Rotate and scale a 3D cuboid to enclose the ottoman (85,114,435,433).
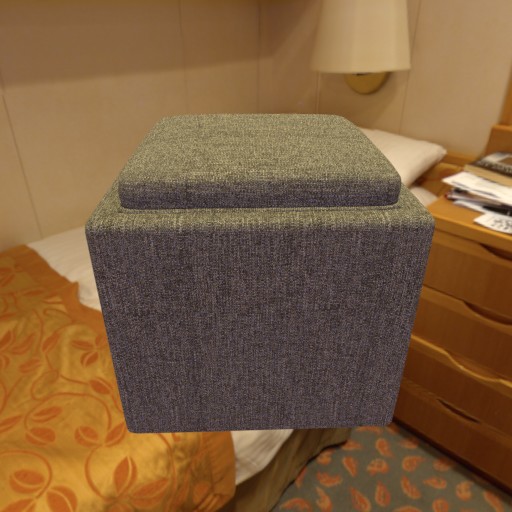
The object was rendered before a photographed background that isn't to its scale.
[{"bbox_3d":[0.000,0.000,0.828,0.450,0.460,0.450,-1,30,-2],"label":"ottoman"}]
